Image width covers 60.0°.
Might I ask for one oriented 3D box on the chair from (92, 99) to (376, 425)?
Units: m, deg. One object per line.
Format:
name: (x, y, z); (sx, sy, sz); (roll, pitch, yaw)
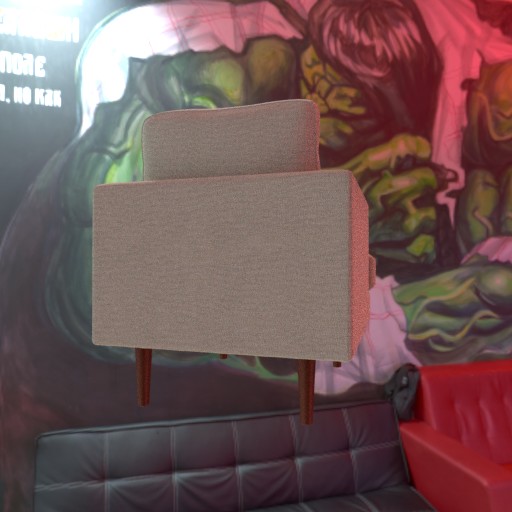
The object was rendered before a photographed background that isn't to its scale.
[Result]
chair: (0.000, 0.000, 1.705); (0.858, 0.957, 0.899); (0, 0, 17)
